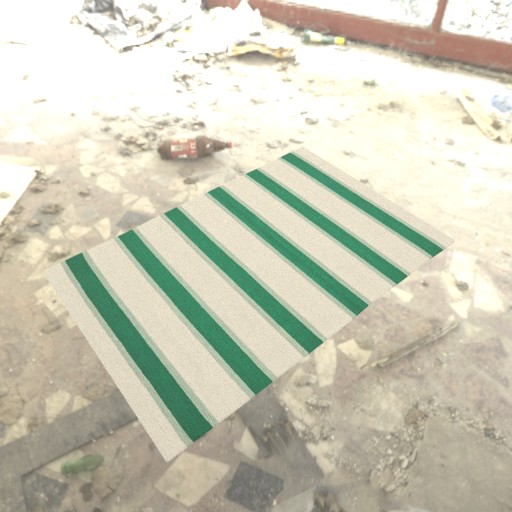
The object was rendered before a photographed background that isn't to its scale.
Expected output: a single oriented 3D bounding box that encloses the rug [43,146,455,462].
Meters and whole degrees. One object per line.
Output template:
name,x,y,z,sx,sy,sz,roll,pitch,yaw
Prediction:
rug,0.000,0.000,2.344,1.829,0.012,1.210,-31,53,-26
